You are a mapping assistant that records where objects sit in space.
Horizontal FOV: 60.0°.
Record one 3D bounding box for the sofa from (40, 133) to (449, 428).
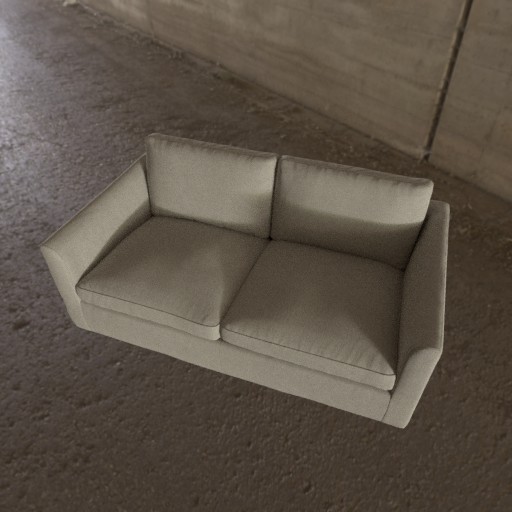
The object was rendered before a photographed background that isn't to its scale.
[{"bbox_3d":[0.000,0.000,2.453,1.905,0.839,1.091,13,42,15],"label":"sofa"}]
